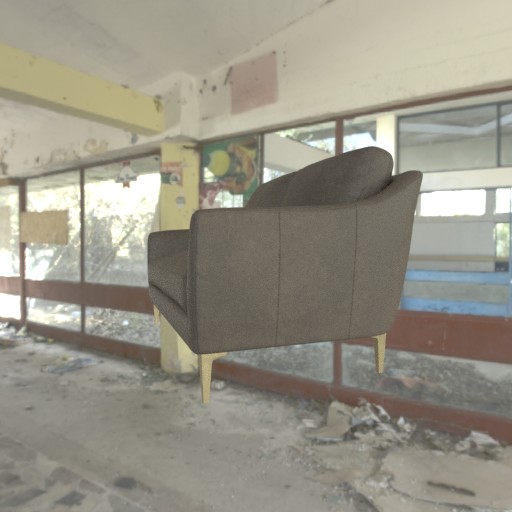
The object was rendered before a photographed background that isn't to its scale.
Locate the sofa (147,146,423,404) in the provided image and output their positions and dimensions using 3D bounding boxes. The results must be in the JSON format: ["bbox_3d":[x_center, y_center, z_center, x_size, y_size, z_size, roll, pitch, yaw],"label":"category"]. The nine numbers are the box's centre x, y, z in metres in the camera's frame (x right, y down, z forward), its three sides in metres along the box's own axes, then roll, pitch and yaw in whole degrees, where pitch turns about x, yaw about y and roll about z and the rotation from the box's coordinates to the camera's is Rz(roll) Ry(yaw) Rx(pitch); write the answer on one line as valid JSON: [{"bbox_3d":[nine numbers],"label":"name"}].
[{"bbox_3d":[0.000,0.000,2.240,0.960,0.902,1.619,0,1,-18],"label":"sofa"}]
